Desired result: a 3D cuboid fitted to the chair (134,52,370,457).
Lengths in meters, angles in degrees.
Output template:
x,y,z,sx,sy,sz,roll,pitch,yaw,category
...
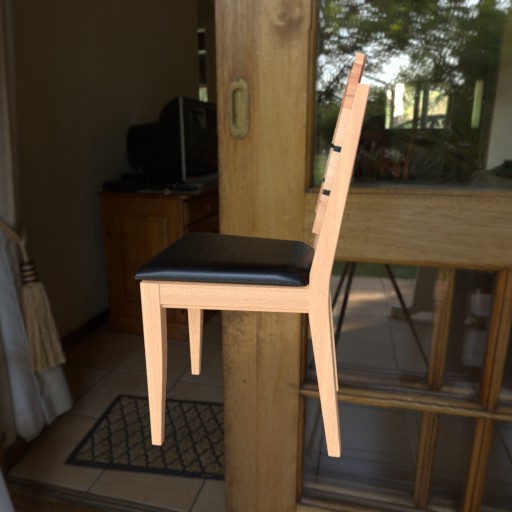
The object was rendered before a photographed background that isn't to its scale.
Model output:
x,y,z,sx,sy,sz,roll,pitch,yaw,category
0.000,0.000,1.183,0.520,0.940,0.410,2,15,8,chair
